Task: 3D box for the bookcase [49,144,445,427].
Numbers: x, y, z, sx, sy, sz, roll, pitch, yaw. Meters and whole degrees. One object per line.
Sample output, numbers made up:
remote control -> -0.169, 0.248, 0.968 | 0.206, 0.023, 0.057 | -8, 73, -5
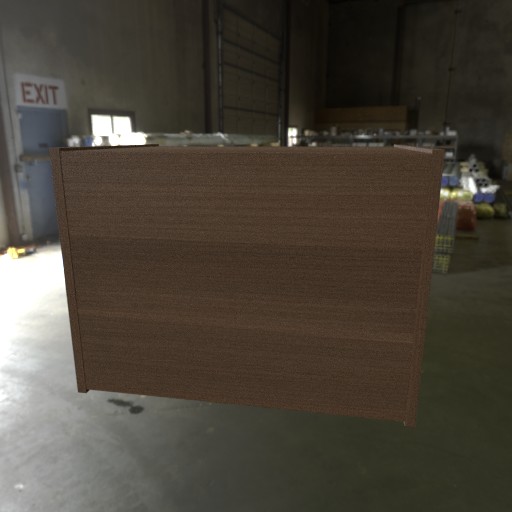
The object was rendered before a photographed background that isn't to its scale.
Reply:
bookcase -> 0.000, 0.000, 0.633 | 0.415, 0.305, 0.290 | 3, 15, 10
